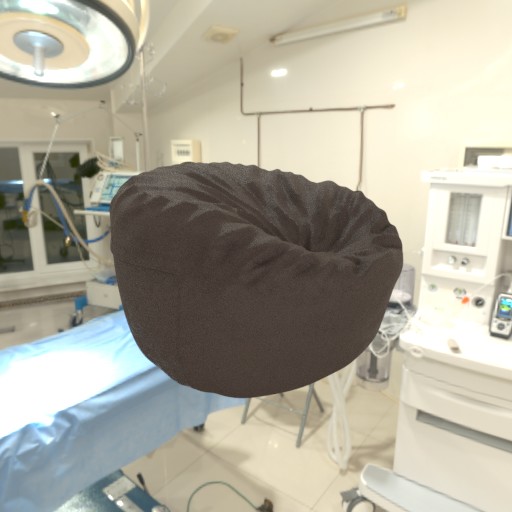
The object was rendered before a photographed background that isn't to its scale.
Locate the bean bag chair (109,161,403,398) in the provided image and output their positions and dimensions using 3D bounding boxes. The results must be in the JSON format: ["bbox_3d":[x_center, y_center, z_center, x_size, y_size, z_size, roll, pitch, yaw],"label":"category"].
[{"bbox_3d":[0.000,0.000,2.034,1.245,0.821,1.245,0,15,0],"label":"bean bag chair"}]
